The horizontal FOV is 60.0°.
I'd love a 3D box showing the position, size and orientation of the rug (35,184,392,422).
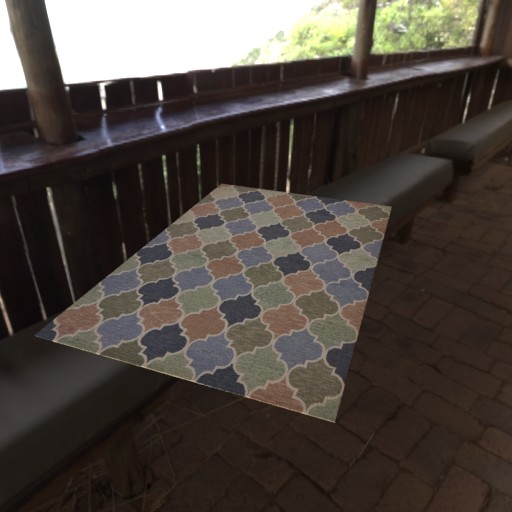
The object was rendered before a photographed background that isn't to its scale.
[{"bbox_3d":[0.000,0.000,2.925,1.521,0.006,2.284,10,31,18],"label":"rug"}]
